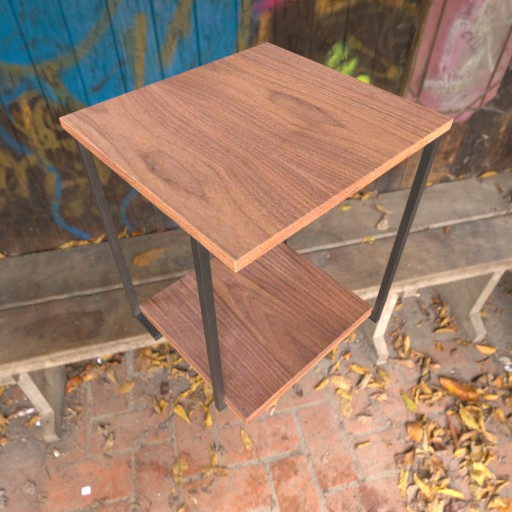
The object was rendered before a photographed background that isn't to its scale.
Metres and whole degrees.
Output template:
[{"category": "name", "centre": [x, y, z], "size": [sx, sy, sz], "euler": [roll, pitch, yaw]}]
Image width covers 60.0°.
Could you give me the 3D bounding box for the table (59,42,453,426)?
[{"category": "table", "centre": [0.000, 0.000, 0.834], "size": [0.411, 0.567, 0.384], "euler": [-34, 55, -28]}]
